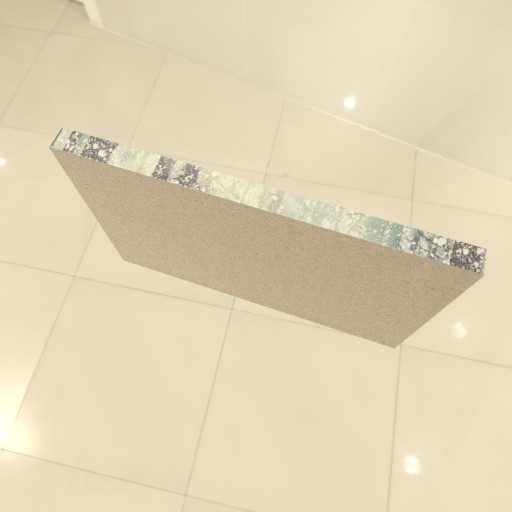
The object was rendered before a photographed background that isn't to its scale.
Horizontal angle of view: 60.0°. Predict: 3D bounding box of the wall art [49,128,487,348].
[{"bbox_3d":[0.000,0.000,0.785,0.618,0.398,0.042,18,66,8],"label":"wall art"}]
